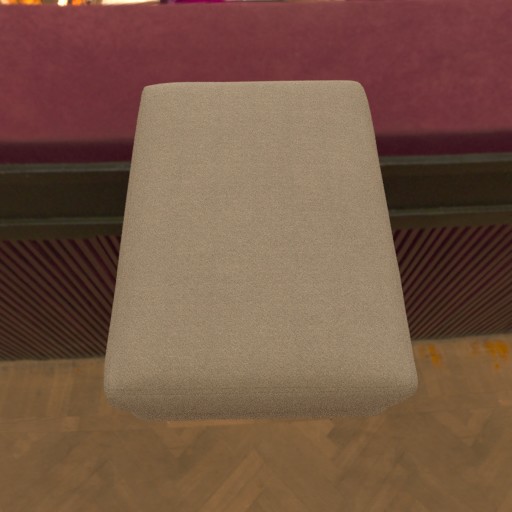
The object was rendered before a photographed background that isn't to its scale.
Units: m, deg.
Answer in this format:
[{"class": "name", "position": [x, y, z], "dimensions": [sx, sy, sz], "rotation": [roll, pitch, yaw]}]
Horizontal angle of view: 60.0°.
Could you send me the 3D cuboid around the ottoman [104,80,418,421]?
[{"class": "ottoman", "position": [0.000, 0.000, 1.104], "dimensions": [0.569, 0.499, 0.773], "rotation": [-1, 63, 0]}]
